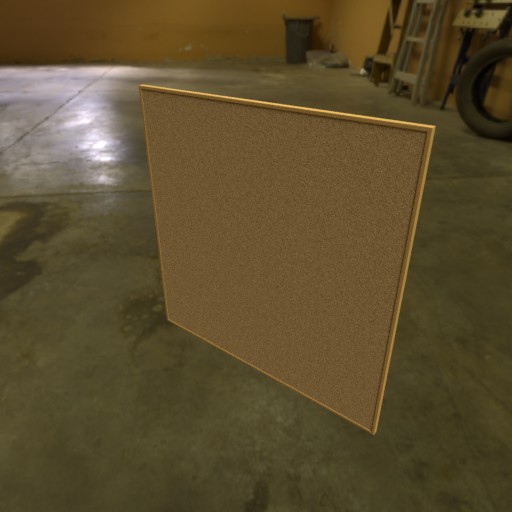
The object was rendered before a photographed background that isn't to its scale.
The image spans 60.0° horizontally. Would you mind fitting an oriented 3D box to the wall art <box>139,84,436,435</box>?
[{"bbox_3d":[0.000,0.000,0.980,0.657,0.655,0.014,21,35,33],"label":"wall art"}]
